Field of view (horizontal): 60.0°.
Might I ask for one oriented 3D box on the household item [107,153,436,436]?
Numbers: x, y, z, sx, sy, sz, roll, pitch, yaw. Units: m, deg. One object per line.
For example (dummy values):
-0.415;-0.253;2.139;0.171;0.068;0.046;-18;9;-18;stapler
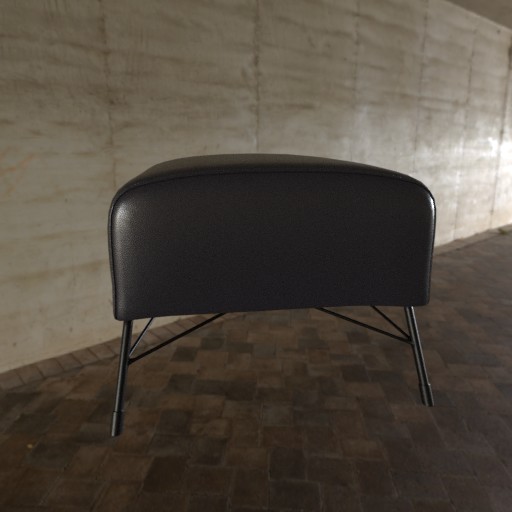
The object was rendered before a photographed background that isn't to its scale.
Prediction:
0.000;0.000;0.909;0.530;0.410;0.530;-2;14;-9;household item
